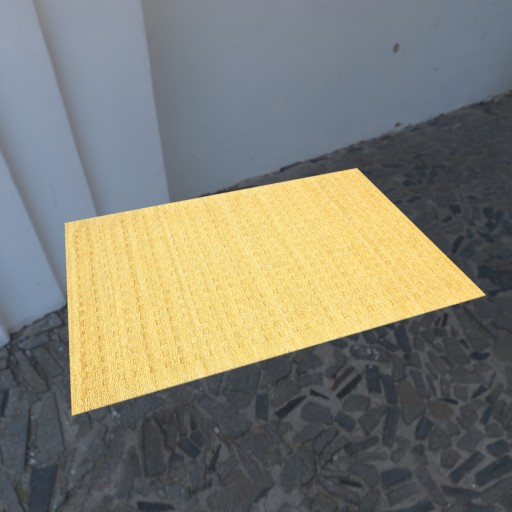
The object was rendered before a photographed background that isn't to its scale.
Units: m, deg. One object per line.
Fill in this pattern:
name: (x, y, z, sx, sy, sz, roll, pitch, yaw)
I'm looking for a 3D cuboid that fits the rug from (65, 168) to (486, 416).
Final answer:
rug: (0.000, 0.000, 2.825, 2.286, 0.006, 1.524, -13, 43, -14)
